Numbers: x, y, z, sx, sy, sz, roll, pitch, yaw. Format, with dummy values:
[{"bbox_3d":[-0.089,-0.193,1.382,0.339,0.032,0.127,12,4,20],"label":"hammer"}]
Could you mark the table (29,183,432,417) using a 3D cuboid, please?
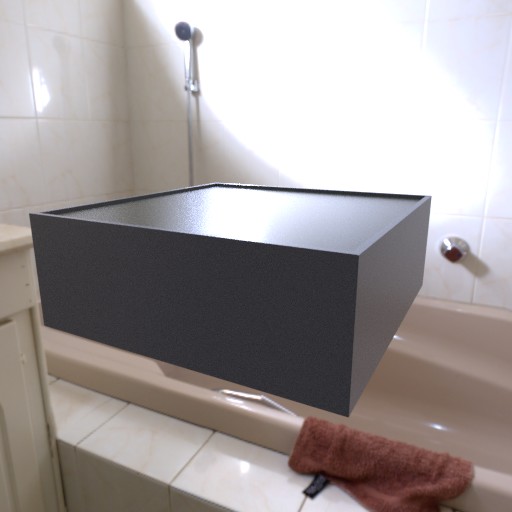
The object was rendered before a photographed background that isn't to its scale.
[{"bbox_3d":[0.000,0.000,1.254,0.801,0.299,0.801,8,17,27],"label":"table"}]
